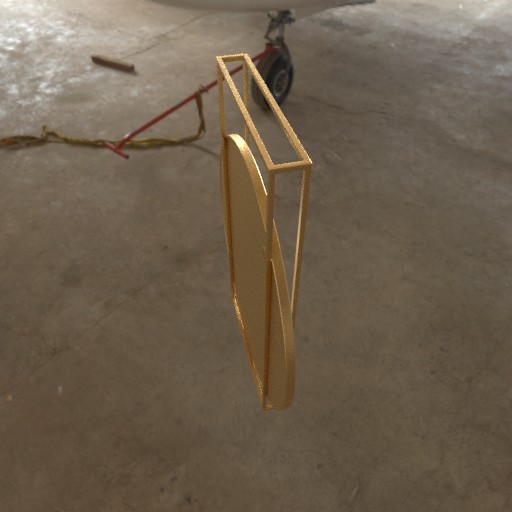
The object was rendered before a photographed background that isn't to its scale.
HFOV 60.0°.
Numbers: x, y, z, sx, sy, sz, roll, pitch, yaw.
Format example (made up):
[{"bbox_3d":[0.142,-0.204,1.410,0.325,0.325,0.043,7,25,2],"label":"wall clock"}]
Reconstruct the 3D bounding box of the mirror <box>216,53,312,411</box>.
[{"bbox_3d":[0.000,0.000,0.815,0.051,0.603,0.508,-10,47,-10],"label":"mirror"}]
